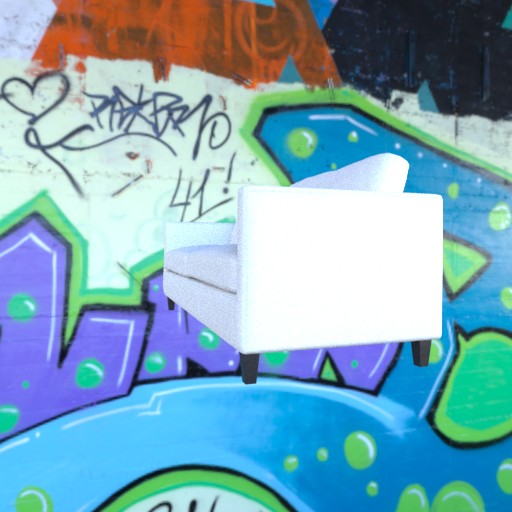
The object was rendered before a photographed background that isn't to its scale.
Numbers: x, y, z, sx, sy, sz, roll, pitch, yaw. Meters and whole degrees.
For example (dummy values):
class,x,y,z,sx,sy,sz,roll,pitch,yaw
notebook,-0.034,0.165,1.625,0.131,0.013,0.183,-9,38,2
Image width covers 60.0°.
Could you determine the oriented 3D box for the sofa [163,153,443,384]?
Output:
class,x,y,z,sx,sy,sz,roll,pitch,yaw
sofa,0.000,0.000,2.927,0.948,0.965,2.434,0,1,-19
